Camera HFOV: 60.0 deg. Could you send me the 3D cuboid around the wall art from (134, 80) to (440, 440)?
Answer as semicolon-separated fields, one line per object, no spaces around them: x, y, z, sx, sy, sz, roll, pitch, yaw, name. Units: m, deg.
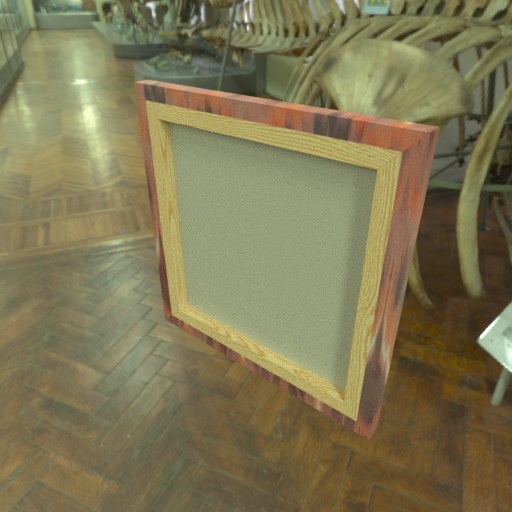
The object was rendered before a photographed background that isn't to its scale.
0.000;0.000;0.898;0.603;0.609;0.037;22;37;33;wall art
